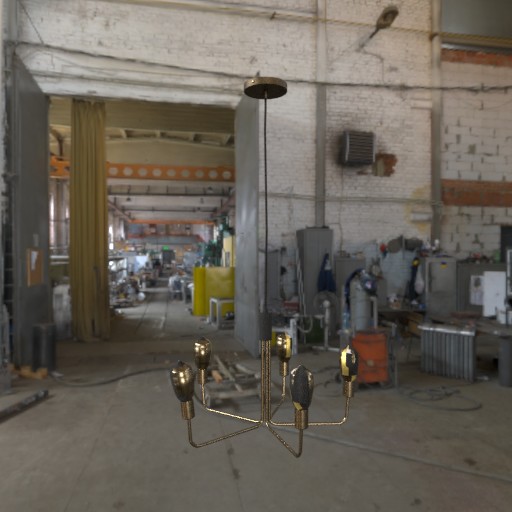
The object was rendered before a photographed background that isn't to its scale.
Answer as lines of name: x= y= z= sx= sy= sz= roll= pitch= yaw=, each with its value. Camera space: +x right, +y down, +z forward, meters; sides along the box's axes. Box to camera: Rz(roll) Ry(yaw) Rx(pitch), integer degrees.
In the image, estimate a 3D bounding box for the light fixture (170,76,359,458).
light fixture: x=0.000 y=0.000 z=1.377 sx=0.532 sy=1.059 sz=0.588 roll=0 pitch=0 yaw=34
